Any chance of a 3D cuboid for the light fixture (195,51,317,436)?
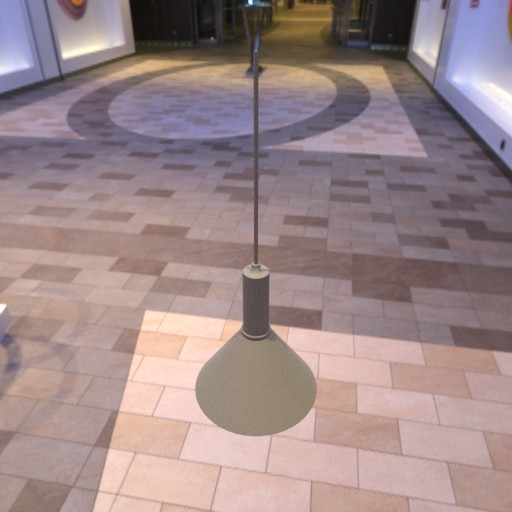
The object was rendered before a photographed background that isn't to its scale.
[{"bbox_3d":[0.000,0.000,0.809,0.267,0.683,0.267,-21,37,-31],"label":"light fixture"}]
